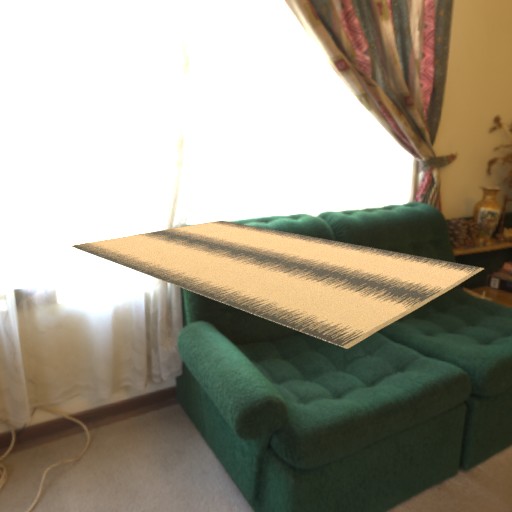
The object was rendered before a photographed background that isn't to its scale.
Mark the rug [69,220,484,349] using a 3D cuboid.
[{"bbox_3d":[0.000,0.000,3.022,2.453,0.003,1.519,14,20,42],"label":"rug"}]
